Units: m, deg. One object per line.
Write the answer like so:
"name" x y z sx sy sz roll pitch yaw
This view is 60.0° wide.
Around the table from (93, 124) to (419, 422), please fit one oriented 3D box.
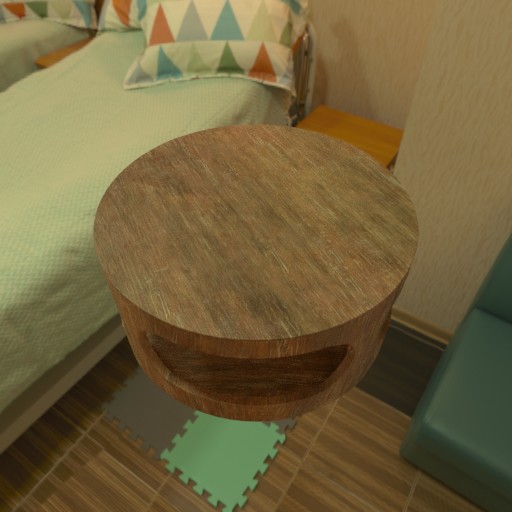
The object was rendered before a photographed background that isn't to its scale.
"table" 0.000 0.000 1.531 0.974 0.450 0.974 0 46 0
